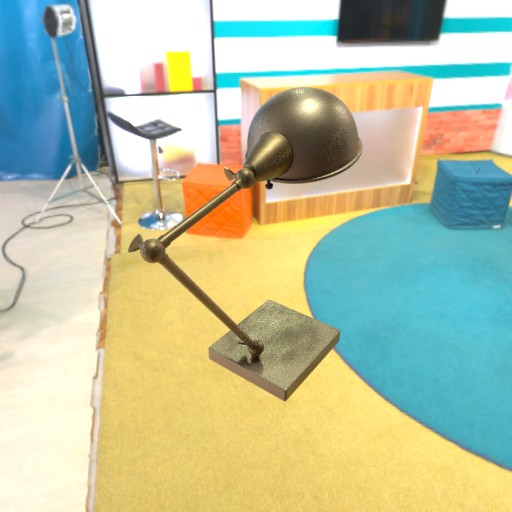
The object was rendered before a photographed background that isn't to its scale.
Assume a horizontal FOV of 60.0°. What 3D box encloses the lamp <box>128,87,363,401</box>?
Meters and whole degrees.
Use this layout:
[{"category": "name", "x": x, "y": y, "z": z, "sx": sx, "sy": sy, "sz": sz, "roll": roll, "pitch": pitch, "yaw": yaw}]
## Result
[{"category": "lamp", "x": 0.000, "y": 0.000, "z": 0.551, "sx": 0.149, "sy": 0.371, "sz": 0.339, "roll": 21, "pitch": 36, "yaw": 31}]
